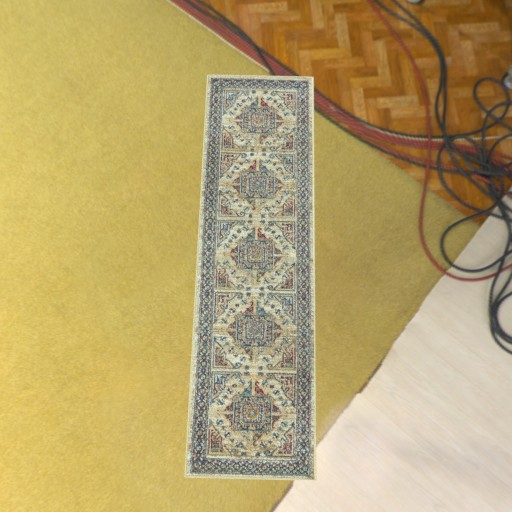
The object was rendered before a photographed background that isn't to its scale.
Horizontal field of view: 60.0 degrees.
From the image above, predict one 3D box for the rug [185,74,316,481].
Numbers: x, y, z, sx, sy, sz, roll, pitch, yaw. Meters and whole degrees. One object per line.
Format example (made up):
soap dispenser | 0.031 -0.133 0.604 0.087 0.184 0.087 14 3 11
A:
rug | 0.000 0.000 2.486 0.661 0.013 2.297 1 77 0
